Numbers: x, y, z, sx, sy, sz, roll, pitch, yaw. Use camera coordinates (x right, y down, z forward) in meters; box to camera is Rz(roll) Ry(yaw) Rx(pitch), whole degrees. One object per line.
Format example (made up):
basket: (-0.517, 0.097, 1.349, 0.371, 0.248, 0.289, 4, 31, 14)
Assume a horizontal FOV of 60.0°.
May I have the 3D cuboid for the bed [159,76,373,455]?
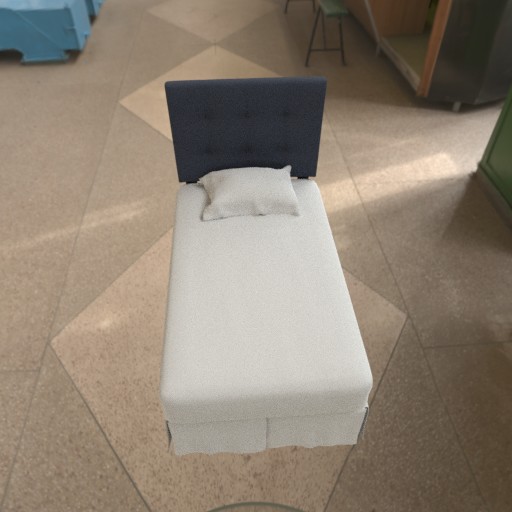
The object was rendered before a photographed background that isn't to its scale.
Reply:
bed: (0.000, 0.000, 2.970, 1.261, 1.571, 1.997, -3, 45, -3)
